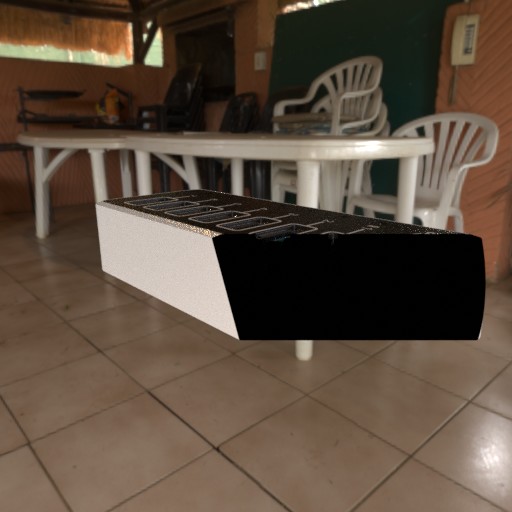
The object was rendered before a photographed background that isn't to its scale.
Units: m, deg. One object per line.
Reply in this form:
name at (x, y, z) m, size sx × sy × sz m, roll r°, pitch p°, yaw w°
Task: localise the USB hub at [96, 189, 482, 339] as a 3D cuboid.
USB hub at (0.000, 0.000, 0.124) m, size 0.044 × 0.023 × 0.110 m, roll -15°, pitch 22°, yaw -41°
